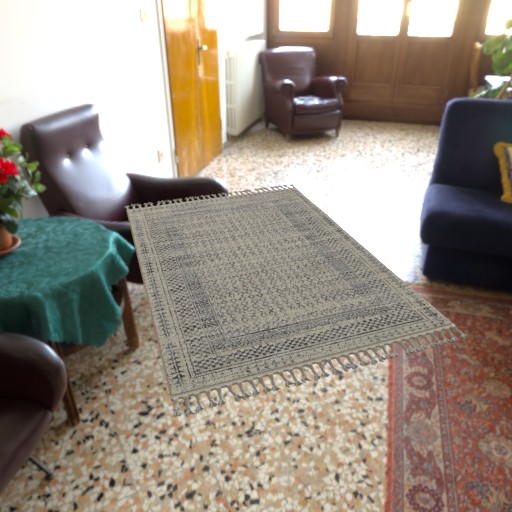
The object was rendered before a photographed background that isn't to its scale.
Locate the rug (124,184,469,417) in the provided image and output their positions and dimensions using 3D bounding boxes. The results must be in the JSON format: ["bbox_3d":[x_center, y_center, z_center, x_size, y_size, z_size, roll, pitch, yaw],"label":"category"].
[{"bbox_3d":[0.000,0.000,2.410,1.243,0.013,1.872,-10,32,-17],"label":"rug"}]
